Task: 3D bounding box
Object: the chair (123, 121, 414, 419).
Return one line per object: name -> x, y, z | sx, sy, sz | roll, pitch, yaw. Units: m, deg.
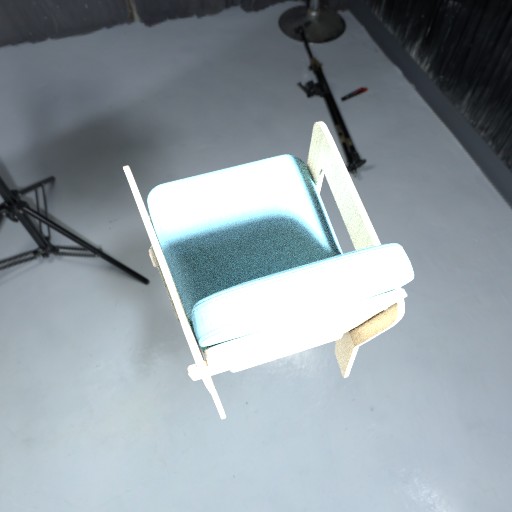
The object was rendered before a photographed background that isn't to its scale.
chair -> 0.000, 0.000, 1.262 | 0.590, 0.800, 0.710 | -16, 59, -10
